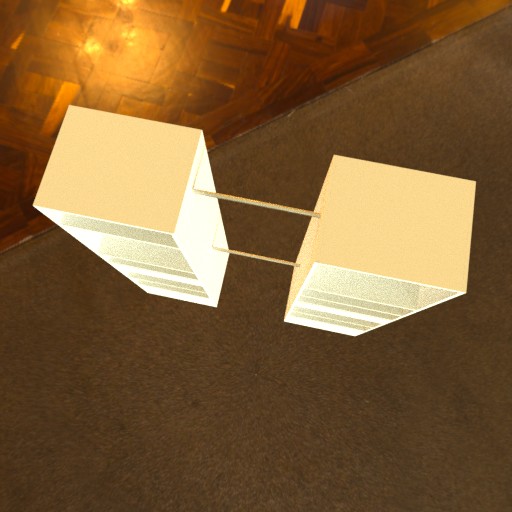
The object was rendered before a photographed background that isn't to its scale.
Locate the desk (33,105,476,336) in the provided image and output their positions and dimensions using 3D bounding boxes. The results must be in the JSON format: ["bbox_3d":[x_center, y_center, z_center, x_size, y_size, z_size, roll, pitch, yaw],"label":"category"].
[{"bbox_3d":[0.000,0.000,2.797,1.770,2.000,0.480,11,75,3],"label":"desk"}]
